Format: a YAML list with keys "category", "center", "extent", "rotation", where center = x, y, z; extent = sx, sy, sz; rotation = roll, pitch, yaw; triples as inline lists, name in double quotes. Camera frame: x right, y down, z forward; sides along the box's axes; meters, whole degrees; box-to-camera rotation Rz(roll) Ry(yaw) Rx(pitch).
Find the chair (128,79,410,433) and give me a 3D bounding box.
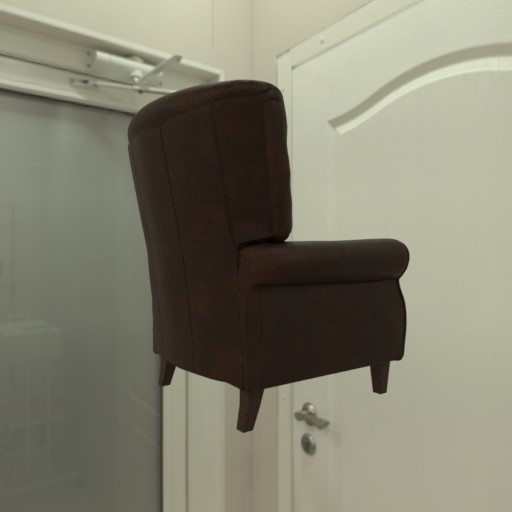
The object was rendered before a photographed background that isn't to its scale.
- category: "chair"
  center: [0.000, 0.000, 1.904]
  extent: [1.058, 1.158, 0.948]
  rotation: [0, 0, -36]
